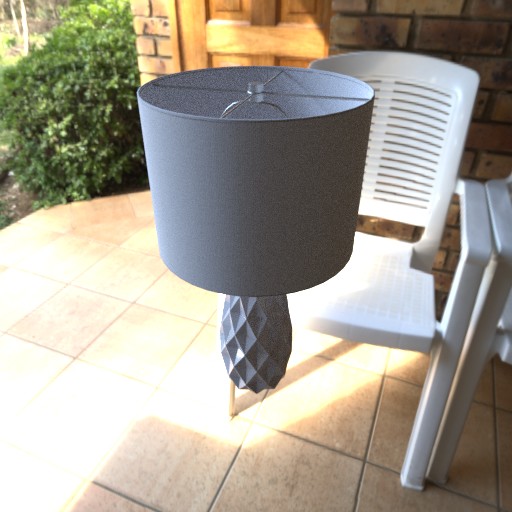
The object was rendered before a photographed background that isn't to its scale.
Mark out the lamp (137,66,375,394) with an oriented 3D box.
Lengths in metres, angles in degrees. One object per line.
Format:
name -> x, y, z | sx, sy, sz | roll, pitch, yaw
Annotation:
lamp -> 0.000, 0.000, 0.705 | 0.297, 0.522, 0.297 | 0, 33, 0
